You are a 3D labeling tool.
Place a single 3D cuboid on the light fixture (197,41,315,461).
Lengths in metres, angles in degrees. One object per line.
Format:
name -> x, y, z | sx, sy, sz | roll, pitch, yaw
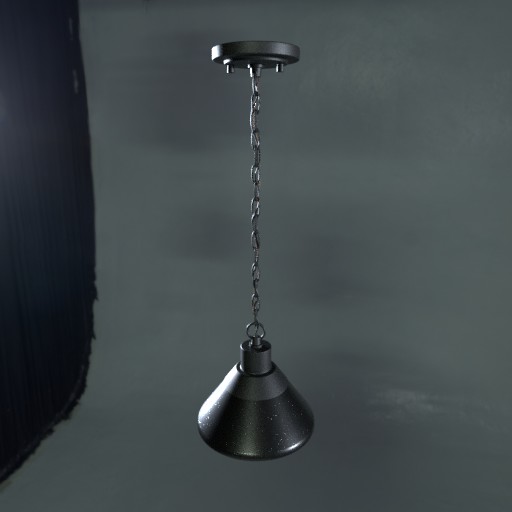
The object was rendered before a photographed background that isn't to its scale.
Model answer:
light fixture -> 0.000, 0.000, 0.687 | 0.201, 0.588, 0.201 | 3, 16, 9
